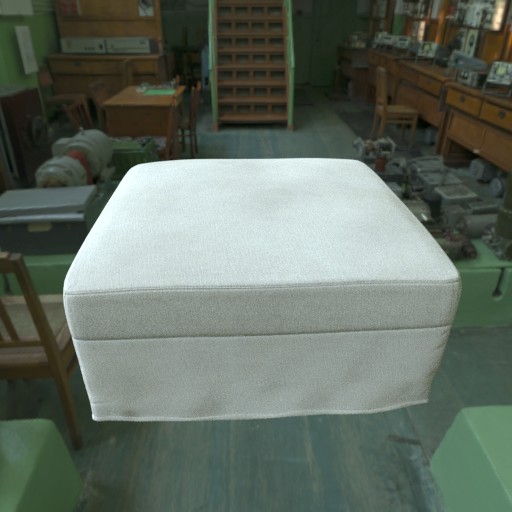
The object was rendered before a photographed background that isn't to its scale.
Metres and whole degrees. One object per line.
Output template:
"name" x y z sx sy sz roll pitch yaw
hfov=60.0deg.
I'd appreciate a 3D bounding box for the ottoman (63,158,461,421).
"ottoman" 0.000 0.000 1.315 0.842 0.441 0.843 -2 29 -3
